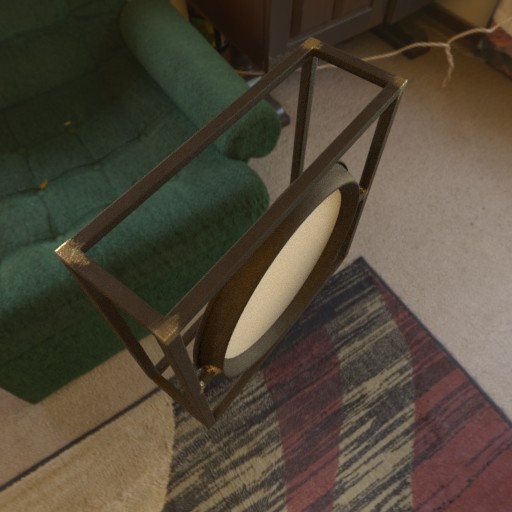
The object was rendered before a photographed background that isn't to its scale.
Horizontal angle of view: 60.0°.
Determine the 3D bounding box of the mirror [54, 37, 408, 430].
[{"bbox_3d":[0.000,0.000,0.474,0.107,0.303,0.306,34,65,19],"label":"mirror"}]
